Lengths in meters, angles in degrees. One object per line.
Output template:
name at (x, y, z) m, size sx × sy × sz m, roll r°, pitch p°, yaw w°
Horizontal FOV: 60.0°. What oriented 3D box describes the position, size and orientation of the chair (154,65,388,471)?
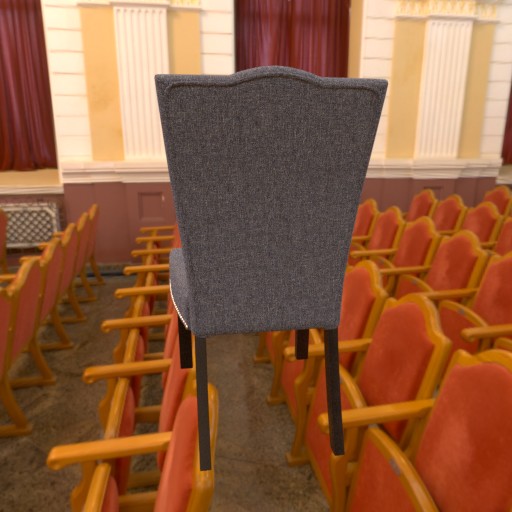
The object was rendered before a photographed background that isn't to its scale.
chair at (0.000, 0.000, 1.280) m, size 0.518 × 0.946 × 0.589 m, roll -2°, pitch 15°, yaw -9°
